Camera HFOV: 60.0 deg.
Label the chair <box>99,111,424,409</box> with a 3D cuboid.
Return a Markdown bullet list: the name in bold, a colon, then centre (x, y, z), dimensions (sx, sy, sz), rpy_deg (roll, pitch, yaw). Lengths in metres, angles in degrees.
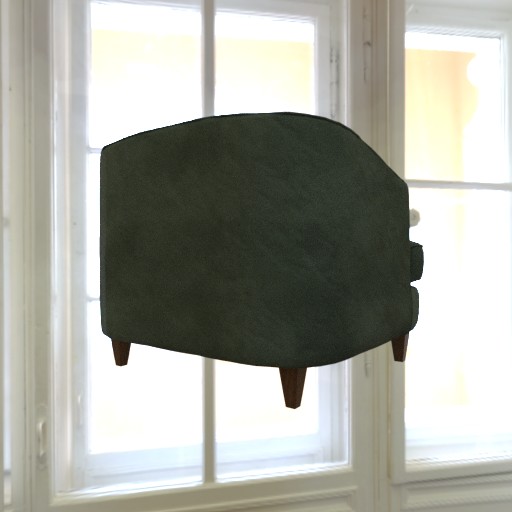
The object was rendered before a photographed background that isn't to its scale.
- **chair**: centre (0.000, 0.000, 1.782), dimensions (1.104, 0.852, 0.941), rpy_deg (1, 1, 36)
